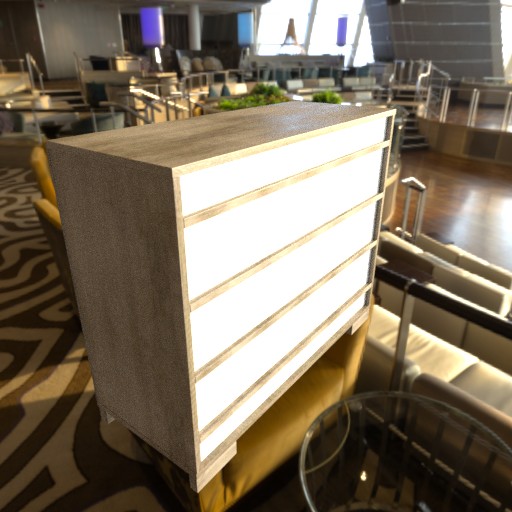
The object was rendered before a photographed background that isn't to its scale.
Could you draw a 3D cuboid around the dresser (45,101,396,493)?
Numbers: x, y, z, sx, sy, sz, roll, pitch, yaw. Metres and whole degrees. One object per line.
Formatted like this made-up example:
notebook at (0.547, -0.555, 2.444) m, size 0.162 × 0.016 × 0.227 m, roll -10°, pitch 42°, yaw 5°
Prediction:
dresser at (0.000, 0.000, 1.389) m, size 0.404 × 0.816 × 0.994 m, roll 18°, pitch 31°, yaw 33°
